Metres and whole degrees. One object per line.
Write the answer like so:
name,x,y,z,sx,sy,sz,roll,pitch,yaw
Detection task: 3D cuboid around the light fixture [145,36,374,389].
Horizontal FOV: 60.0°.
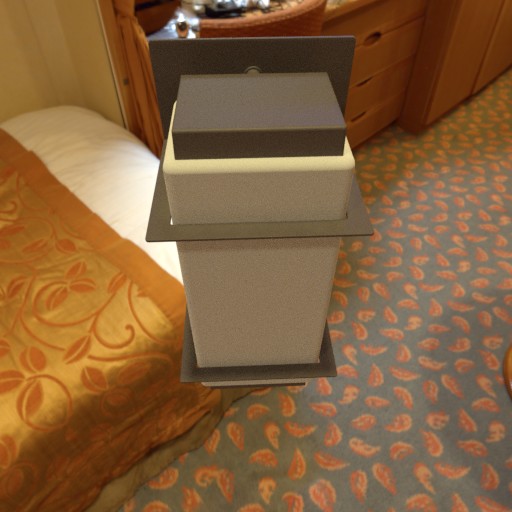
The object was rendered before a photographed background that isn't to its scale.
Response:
light fixture,0.000,0.000,0.412,0.153,0.347,0.146,-2,46,-2
